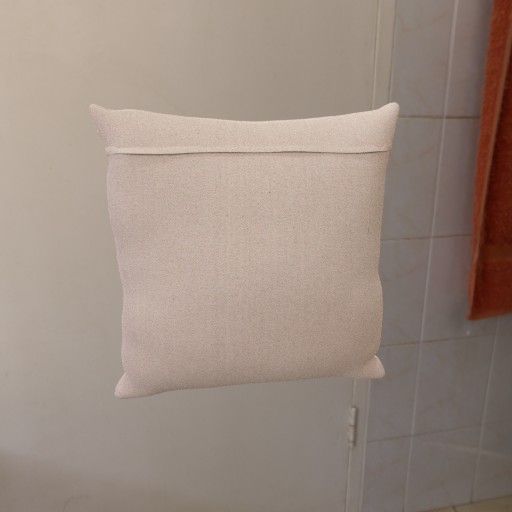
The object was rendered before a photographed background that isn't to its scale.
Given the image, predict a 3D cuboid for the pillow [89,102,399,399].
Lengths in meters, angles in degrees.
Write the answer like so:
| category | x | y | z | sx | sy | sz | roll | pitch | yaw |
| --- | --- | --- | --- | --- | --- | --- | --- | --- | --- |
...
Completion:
| category | x | y | z | sx | sy | sz | roll | pitch | yaw |
| --- | --- | --- | --- | --- | --- | --- | --- | --- | --- |
| pillow | 0.000 | 0.000 | 0.665 | 0.440 | 0.441 | 0.182 | -3 | 16 | -10 |
